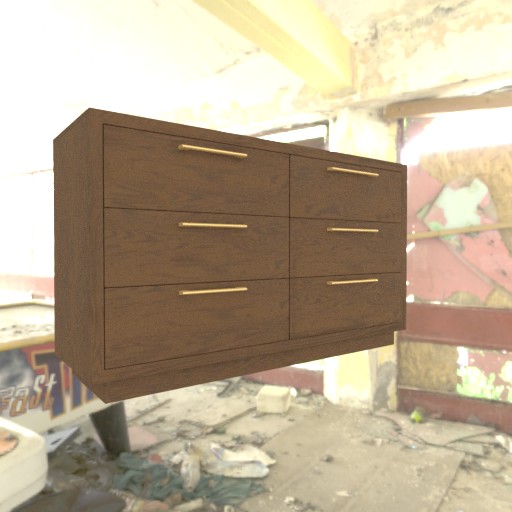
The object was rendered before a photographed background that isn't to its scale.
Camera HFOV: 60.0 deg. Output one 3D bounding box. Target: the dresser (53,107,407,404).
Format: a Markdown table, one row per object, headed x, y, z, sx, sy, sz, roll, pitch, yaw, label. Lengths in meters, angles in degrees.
| x | y | z | sx | sy | sz | roll | pitch | yaw | label |
| --- | --- | --- | --- | --- | --- | --- | --- | --- | --- |
| 0.000 | 0.000 | 1.921 | 1.523 | 0.889 | 0.512 | -1 | 1 | -36 | dresser |
